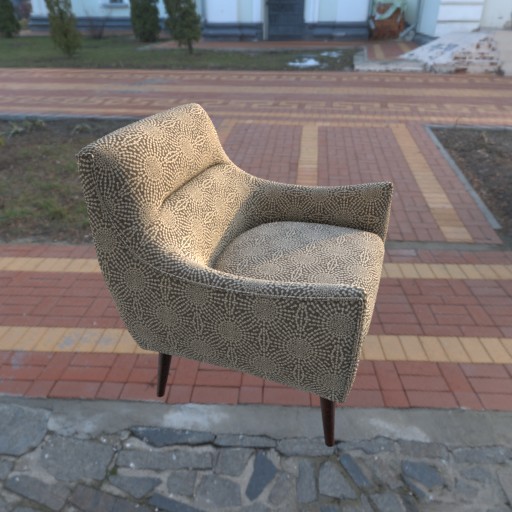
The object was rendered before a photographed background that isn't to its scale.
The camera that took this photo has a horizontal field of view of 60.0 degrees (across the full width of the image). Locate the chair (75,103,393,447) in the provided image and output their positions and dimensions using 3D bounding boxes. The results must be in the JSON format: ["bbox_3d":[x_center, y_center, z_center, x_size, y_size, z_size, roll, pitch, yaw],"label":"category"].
[{"bbox_3d":[0.000,0.000,1.441,0.787,0.838,0.762,10,31,17],"label":"chair"}]
